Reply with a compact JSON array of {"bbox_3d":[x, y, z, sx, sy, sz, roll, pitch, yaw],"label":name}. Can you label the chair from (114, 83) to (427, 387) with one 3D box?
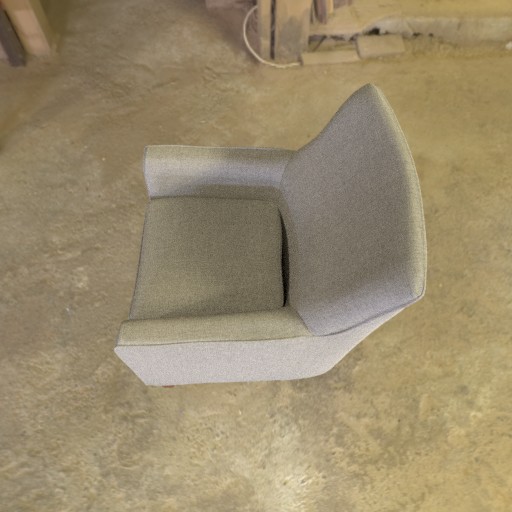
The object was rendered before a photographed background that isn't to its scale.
[{"bbox_3d":[0.000,0.000,1.807,0.993,1.047,0.887,-1,59,0],"label":"chair"}]
